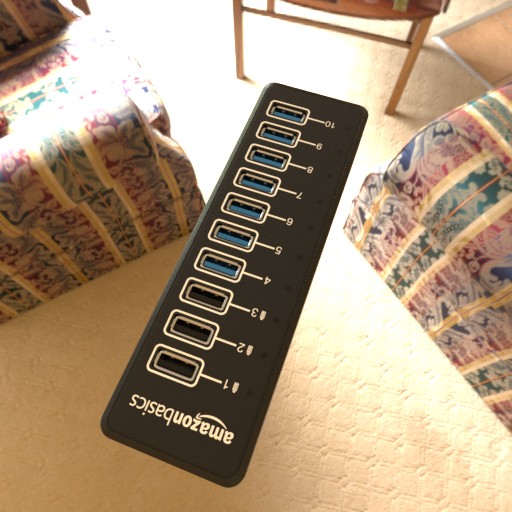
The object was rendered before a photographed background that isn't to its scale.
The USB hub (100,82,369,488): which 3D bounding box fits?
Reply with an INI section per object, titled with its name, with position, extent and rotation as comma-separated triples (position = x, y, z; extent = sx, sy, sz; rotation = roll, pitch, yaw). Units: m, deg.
[USB hub]
position = 0.000, 0.000, 0.161
extent = 0.044, 0.023, 0.145
rotation = 19, 66, 9
